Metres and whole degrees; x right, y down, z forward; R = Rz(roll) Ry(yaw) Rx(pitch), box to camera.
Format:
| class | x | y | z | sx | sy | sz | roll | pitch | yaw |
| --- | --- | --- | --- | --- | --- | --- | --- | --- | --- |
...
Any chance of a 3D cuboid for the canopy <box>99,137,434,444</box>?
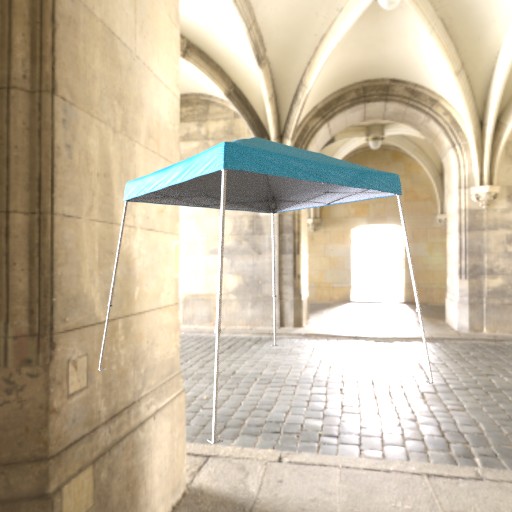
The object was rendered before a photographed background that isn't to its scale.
| class | x | y | z | sx | sy | sz | roll | pitch | yaw |
| --- | --- | --- | --- | --- | --- | --- | --- | --- | --- |
| canopy | 0.000 | 0.000 | 5.290 | 2.849 | 2.849 | 2.848 | 1 | -1 | -36 |
